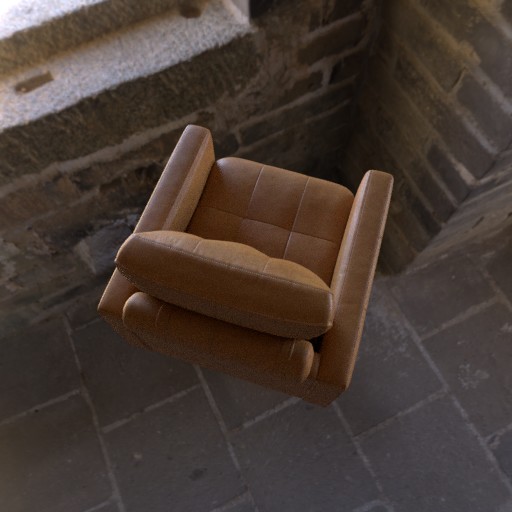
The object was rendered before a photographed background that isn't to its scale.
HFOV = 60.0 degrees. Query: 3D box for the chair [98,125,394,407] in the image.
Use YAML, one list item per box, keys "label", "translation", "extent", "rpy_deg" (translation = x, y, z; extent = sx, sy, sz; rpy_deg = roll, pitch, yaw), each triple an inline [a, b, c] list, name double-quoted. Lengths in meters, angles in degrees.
- label: "chair"
  translation: [0.000, 0.000, 1.611]
  extent: [0.831, 0.896, 0.868]
  rpy_deg: [16, 66, 7]
